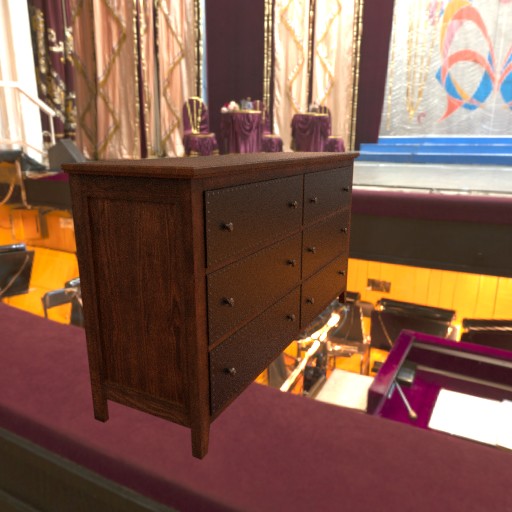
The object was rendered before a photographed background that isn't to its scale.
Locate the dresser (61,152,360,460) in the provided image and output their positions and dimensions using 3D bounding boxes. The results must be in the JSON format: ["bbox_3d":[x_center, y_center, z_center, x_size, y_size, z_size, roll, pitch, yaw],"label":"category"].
[{"bbox_3d":[0.000,0.000,1.944,0.463,0.856,1.551,7,16,26],"label":"dresser"}]
